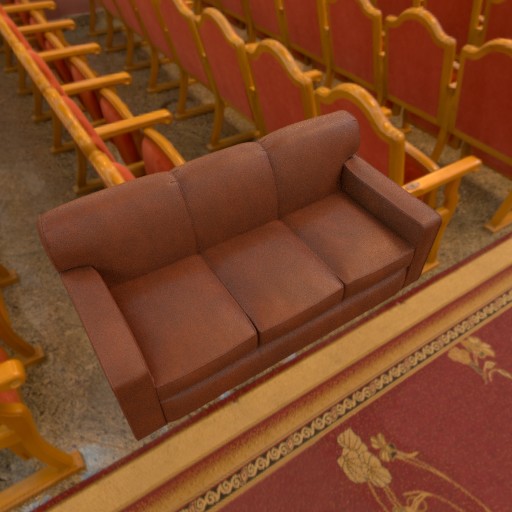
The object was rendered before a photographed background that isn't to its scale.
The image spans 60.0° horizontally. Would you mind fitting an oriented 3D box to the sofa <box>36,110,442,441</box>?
[{"bbox_3d":[0.000,0.000,2.589,2.039,0.953,1.008,-25,51,-22],"label":"sofa"}]
